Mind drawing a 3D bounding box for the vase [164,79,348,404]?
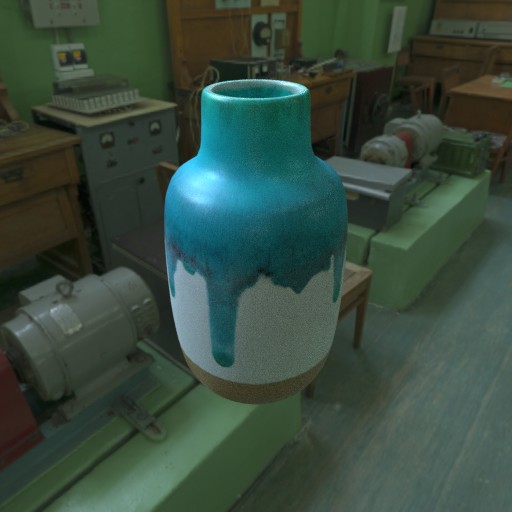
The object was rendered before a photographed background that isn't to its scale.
[{"bbox_3d":[0.000,0.000,0.266,0.106,0.192,0.106,0,31,0],"label":"vase"}]
